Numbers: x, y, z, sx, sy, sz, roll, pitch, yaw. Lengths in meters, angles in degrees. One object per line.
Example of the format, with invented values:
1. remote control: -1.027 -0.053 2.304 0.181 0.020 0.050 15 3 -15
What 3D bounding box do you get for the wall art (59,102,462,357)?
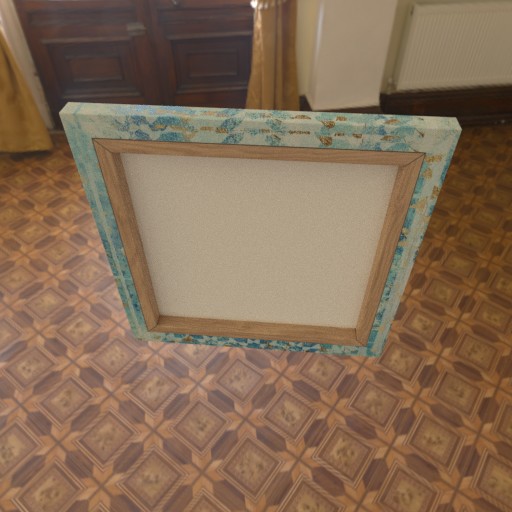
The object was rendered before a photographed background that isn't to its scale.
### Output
1. wall art: 0.000 0.000 0.894 0.609 0.609 0.040 4 45 4
